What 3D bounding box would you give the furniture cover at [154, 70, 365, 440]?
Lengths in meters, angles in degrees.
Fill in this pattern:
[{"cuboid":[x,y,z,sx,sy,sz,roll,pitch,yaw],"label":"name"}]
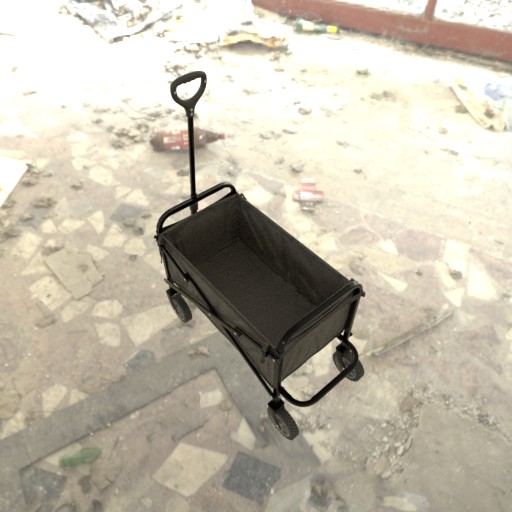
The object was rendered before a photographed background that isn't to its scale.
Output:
[{"cuboid":[0.000,0.000,1.854,0.532,1.295,1.038,-32,55,-26],"label":"furniture cover"}]
